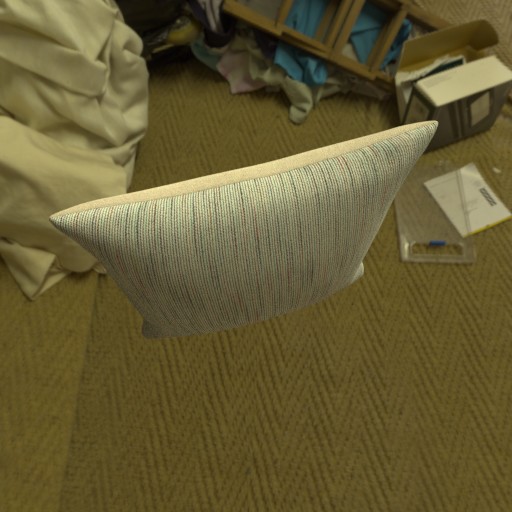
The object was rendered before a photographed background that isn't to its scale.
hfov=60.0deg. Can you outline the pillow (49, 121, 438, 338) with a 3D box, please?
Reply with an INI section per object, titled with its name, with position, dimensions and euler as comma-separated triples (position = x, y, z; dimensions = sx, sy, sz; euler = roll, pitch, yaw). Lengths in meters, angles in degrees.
[pillow]
position = 0.000, 0.000, 0.773
dimensions = 0.512, 0.506, 0.178
euler = -15, 66, -7
